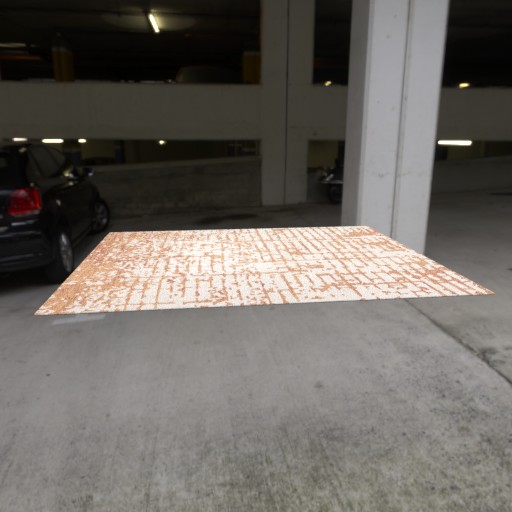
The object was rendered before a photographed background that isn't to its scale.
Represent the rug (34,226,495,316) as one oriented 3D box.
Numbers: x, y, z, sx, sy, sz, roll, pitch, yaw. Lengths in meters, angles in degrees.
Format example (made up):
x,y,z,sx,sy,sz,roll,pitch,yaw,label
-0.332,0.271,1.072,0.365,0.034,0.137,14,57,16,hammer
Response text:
x,y,z,sx,sy,sz,roll,pitch,yaw,label
0.000,0.000,4.061,3.050,0.011,2.441,-2,15,-7,rug
